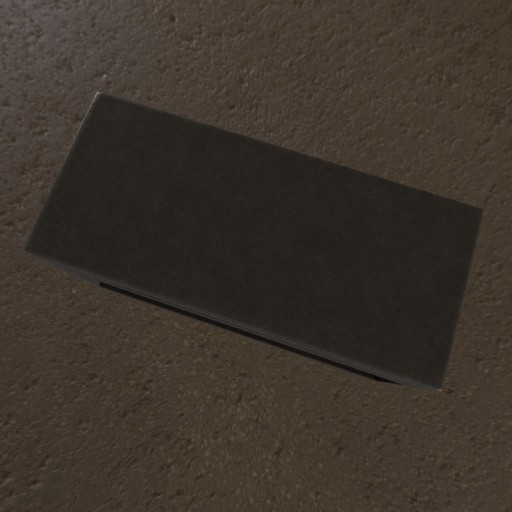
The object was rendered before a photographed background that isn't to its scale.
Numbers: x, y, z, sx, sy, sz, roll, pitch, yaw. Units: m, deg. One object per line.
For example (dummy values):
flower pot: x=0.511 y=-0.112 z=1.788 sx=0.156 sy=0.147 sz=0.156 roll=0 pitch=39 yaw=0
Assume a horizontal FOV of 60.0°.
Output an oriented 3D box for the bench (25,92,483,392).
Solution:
bench: x=0.000 y=0.000 z=1.179 sx=0.905 sy=0.501 sz=0.401 roll=18 pitch=77 yaw=4
